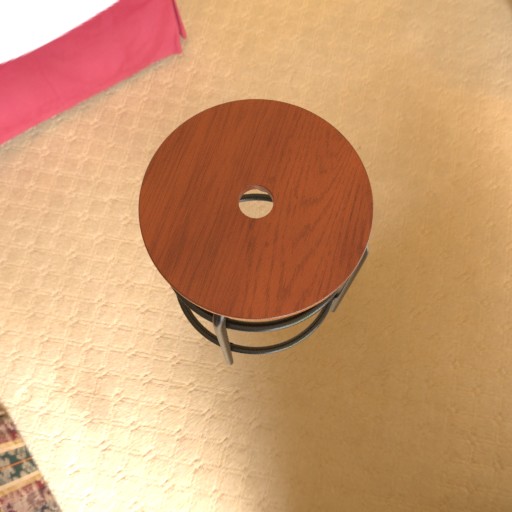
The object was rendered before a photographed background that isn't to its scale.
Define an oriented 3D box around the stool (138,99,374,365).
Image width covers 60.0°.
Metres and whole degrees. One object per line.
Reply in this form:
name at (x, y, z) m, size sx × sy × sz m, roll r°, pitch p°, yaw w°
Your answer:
stool at (0.000, 0.000, 0.925) m, size 0.455 × 0.610 × 0.455 m, roll 18°, pitch 76°, yaw 5°
